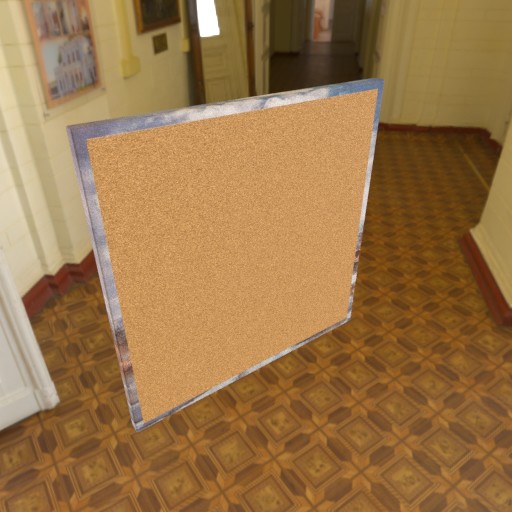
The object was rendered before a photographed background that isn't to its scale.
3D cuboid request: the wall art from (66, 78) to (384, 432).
[{"bbox_3d":[0.000,0.000,1.485,1.010,1.020,0.040,-20,37,-30],"label":"wall art"}]
